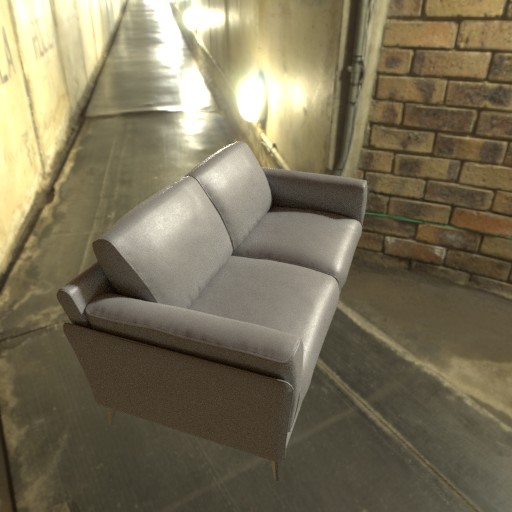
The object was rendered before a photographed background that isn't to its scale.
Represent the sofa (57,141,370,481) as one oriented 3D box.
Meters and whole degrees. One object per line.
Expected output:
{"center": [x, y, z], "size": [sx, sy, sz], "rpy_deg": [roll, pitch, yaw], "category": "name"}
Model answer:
{"center": [0.000, 0.000, 2.620], "size": [1.049, 0.930, 2.101], "rpy_deg": [10, 32, 17], "category": "sofa"}
